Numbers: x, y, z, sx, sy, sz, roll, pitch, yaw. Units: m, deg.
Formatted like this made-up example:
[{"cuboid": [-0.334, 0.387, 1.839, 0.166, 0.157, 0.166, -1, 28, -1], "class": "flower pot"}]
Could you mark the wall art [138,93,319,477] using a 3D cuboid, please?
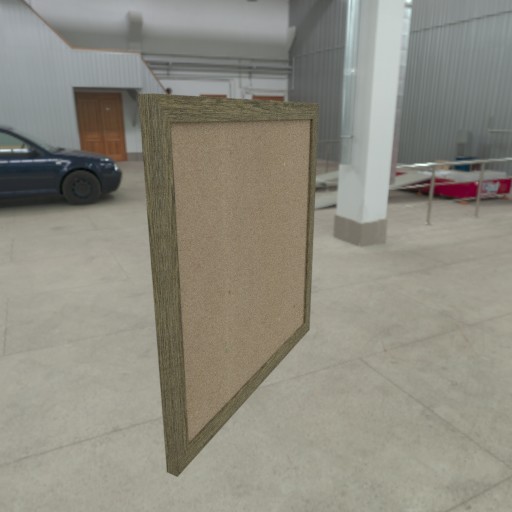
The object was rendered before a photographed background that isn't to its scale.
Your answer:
[{"cuboid": [0.000, 0.000, 0.765, 0.019, 0.508, 0.508, 9, 20, 27], "class": "wall art"}]
